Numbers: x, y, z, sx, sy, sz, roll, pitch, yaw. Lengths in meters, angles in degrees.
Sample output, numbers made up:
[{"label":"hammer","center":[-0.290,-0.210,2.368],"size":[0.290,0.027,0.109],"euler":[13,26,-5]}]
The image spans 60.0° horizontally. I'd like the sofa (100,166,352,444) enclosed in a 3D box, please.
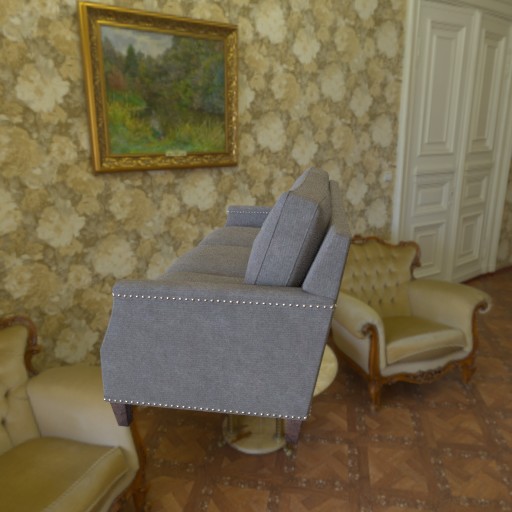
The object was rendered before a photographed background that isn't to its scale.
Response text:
[{"label":"sofa","center":[0.000,0.000,2.781],"size":[1.034,1.042,2.226],"euler":[2,15,9]}]
